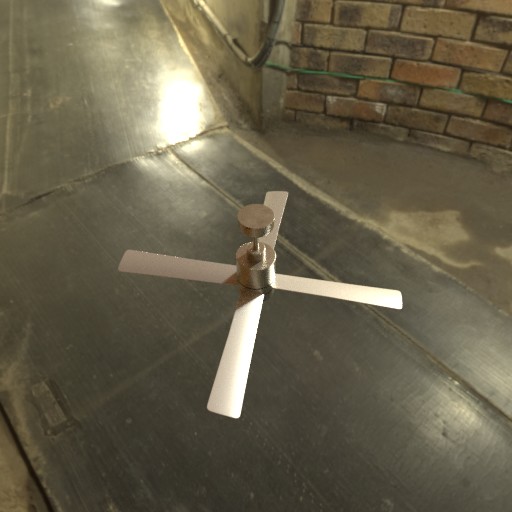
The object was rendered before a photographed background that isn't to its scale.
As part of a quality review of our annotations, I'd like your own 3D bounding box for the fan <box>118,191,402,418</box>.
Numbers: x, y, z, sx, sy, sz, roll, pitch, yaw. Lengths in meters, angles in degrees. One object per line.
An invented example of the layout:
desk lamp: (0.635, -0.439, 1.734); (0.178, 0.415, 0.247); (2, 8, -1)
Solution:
fan: (0.000, 0.000, 2.246); (1.525, 0.539, 1.525); (8, 47, 8)
